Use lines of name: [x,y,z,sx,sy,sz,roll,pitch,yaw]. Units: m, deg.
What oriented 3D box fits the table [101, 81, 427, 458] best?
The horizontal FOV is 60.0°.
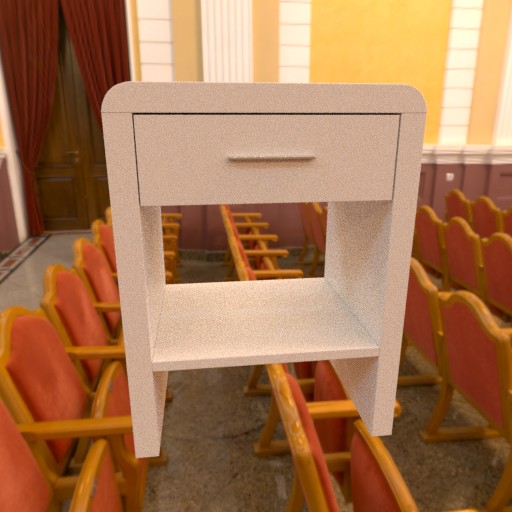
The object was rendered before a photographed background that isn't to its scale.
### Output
table: [0.000,0.000,0.839,0.450,0.590,0.350,-2,18,-7]
